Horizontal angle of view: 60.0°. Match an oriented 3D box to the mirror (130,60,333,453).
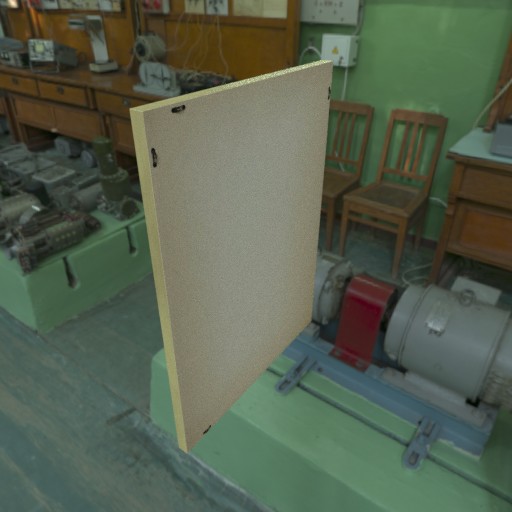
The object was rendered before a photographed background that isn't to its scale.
[{"bbox_3d":[0.000,0.000,1.351,0.040,1.016,0.762,20,37,30],"label":"mirror"}]
